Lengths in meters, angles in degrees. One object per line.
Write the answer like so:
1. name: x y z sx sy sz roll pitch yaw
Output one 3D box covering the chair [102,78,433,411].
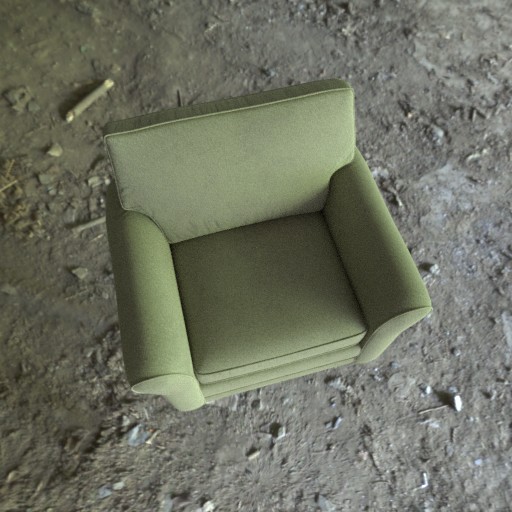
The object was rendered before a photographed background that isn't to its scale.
1. chair: 0.000 0.000 1.875 1.147 1.044 0.939 -13 63 -7
